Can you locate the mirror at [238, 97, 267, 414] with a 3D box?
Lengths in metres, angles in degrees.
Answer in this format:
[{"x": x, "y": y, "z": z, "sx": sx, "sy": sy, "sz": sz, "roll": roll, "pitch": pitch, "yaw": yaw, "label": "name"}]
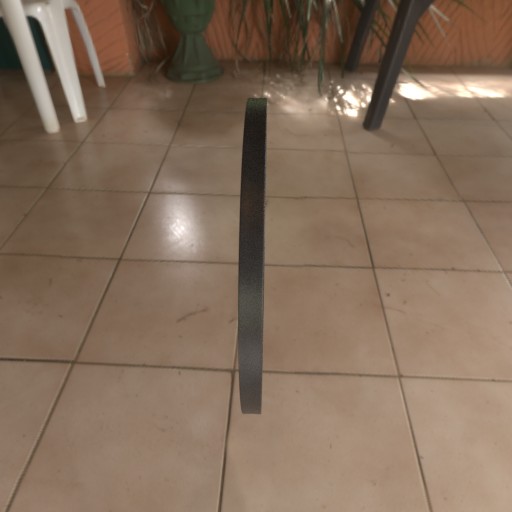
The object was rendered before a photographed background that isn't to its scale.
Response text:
[{"x": 0.000, "y": 0.000, "z": 0.841, "sx": 0.032, "sy": 0.565, "sz": 0.565, "roll": 1, "pitch": 40, "yaw": 1, "label": "mirror"}]
